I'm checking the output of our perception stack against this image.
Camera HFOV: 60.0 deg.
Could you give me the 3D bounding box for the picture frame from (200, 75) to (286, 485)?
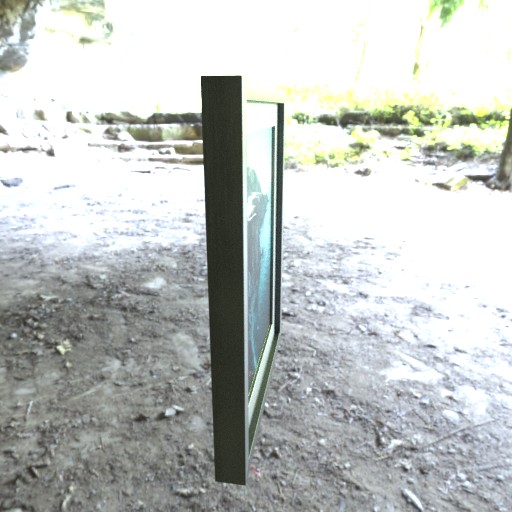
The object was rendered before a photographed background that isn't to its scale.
[{"bbox_3d":[0.000,0.000,0.771,0.046,0.555,0.449,3,19,9],"label":"picture frame"}]
